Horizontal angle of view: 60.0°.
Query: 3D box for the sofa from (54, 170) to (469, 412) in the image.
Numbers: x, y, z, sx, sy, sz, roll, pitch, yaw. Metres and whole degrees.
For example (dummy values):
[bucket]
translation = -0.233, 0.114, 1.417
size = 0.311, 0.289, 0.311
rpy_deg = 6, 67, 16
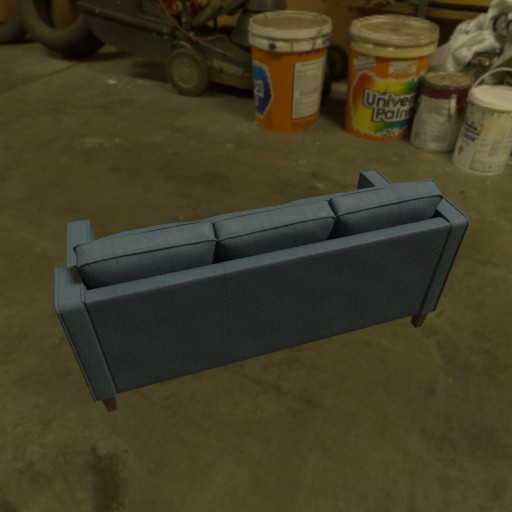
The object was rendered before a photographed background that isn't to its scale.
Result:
[sofa]
translation = 0.000, 0.000, 2.544
size = 1.986, 0.974, 0.911
rpy_deg = -12, 41, -14
